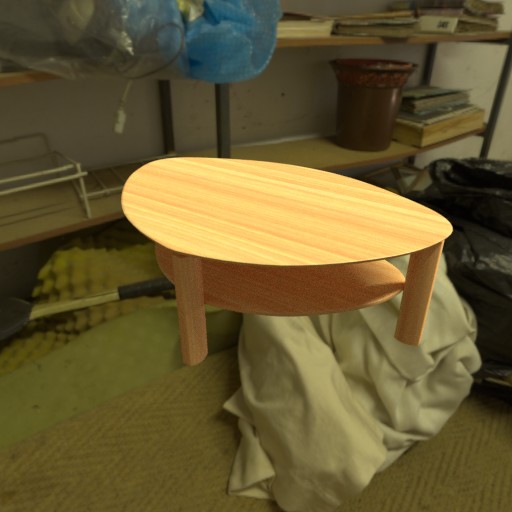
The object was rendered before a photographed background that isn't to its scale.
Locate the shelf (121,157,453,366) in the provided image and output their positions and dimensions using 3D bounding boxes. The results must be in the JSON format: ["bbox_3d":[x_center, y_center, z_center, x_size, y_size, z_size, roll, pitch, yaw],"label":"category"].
[{"bbox_3d":[0.000,0.000,1.646,1.246,0.440,0.845,18,34,29],"label":"shelf"}]
